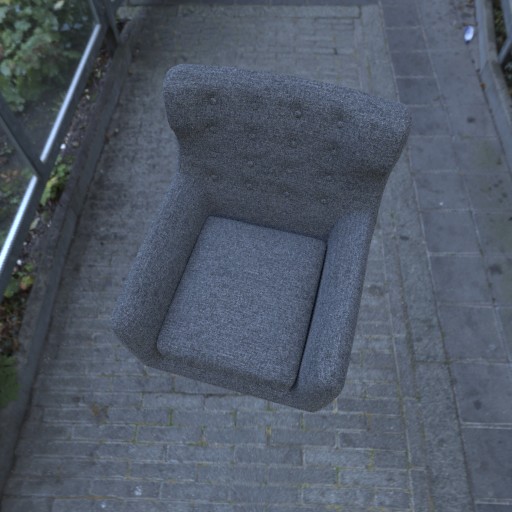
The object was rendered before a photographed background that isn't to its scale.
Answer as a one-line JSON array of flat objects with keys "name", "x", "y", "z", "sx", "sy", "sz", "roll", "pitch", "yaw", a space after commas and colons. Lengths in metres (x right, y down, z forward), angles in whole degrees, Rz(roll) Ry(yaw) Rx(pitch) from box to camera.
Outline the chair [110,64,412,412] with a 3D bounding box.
[{"name": "chair", "x": 0.000, "y": 0.000, "z": 1.772, "sx": 0.889, "sy": 1.039, "sz": 0.940, "roll": 13, "pitch": 60, "yaw": 8}]
